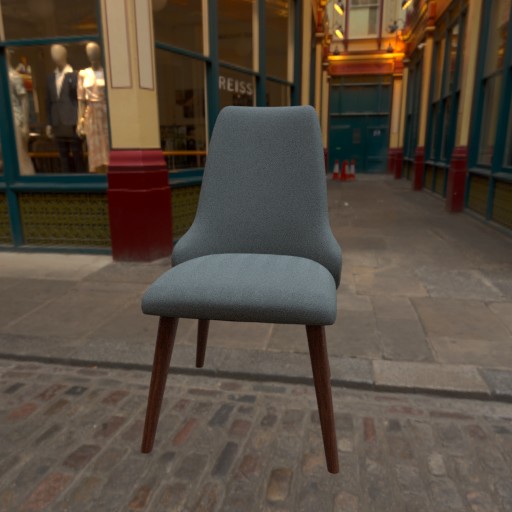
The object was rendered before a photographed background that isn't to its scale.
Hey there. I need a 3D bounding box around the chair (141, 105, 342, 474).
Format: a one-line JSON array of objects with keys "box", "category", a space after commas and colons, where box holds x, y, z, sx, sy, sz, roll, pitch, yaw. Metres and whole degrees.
[{"box": [0.000, 0.000, 1.356, 0.535, 0.918, 0.707, 2, 15, 9], "category": "chair"}]
